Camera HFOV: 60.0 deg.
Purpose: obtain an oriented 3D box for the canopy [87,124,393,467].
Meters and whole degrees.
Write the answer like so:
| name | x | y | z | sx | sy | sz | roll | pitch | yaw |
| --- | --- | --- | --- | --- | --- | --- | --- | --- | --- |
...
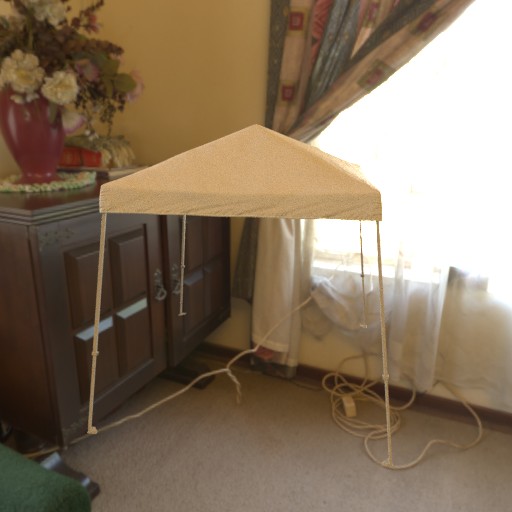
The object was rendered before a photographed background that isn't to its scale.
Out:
| name | x | y | z | sx | sy | sz | roll | pitch | yaw |
| --- | --- | --- | --- | --- | --- | --- | --- | --- | --- |
| canopy | 0.000 | 0.000 | 6.316 | 3.599 | 3.600 | 3.600 | 3 | 17 | 8 |
